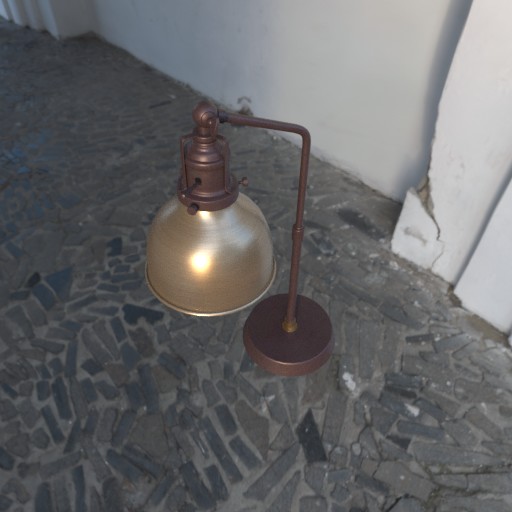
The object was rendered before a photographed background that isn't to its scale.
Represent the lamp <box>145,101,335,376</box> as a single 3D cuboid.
[{"bbox_3d":[0.000,0.000,0.605,0.298,0.469,0.175,-17,48,-16],"label":"lamp"}]
